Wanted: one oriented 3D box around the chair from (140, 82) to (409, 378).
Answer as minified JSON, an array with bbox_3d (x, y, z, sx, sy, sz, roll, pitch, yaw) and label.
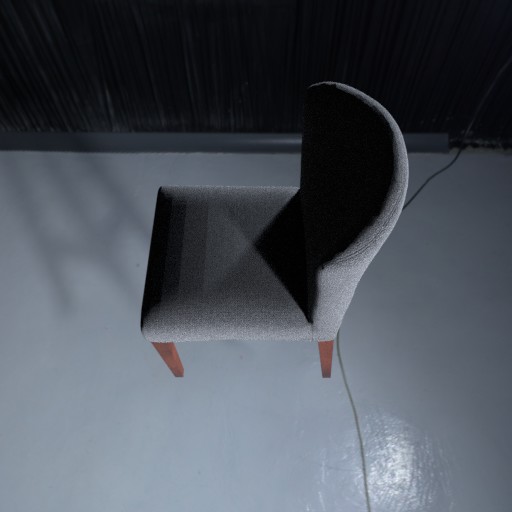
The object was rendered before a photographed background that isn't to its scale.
[{"bbox_3d":[0.000,0.000,1.215,0.589,0.839,0.491,0,59,0],"label":"chair"}]
